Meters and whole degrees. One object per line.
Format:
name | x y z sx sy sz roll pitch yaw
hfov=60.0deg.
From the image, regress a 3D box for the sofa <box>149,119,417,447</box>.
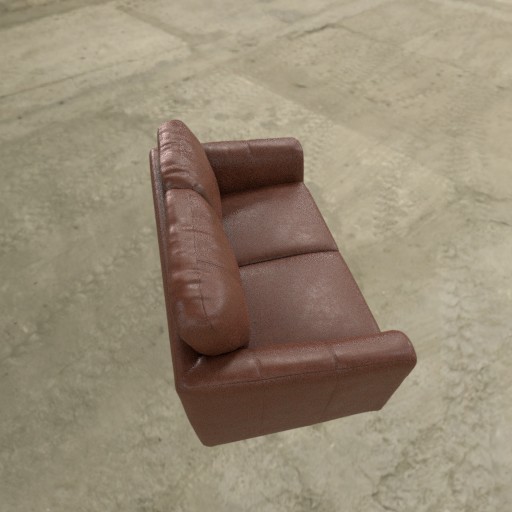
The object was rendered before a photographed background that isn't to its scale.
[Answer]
sofa | 0.000 0.000 1.953 0.805 0.906 1.406 -10 47 -9
